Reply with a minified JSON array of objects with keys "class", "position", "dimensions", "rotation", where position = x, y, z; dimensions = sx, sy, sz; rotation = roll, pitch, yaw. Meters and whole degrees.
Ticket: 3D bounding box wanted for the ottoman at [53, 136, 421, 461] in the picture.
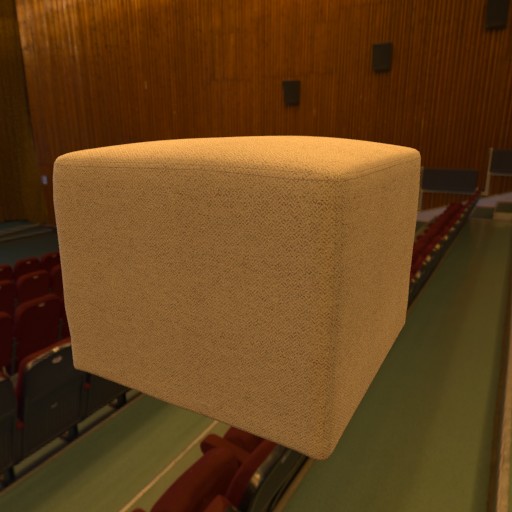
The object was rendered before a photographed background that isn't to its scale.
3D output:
[{"class":"ottoman","position":[0.000,0.000,0.871],"dimensions":[0.512,0.453,0.521],"rotation":[9,19,28]}]
